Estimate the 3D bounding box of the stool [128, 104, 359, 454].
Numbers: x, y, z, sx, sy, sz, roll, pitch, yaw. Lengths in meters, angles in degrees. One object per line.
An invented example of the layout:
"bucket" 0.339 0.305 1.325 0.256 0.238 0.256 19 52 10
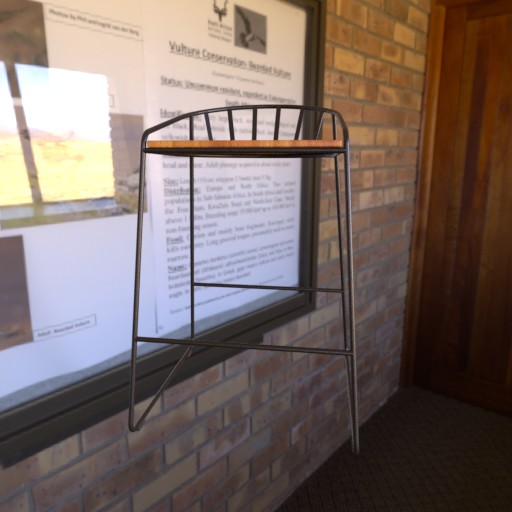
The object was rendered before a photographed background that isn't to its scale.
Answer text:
"stool" 0.000 0.000 1.183 0.546 0.812 0.521 2 13 9
